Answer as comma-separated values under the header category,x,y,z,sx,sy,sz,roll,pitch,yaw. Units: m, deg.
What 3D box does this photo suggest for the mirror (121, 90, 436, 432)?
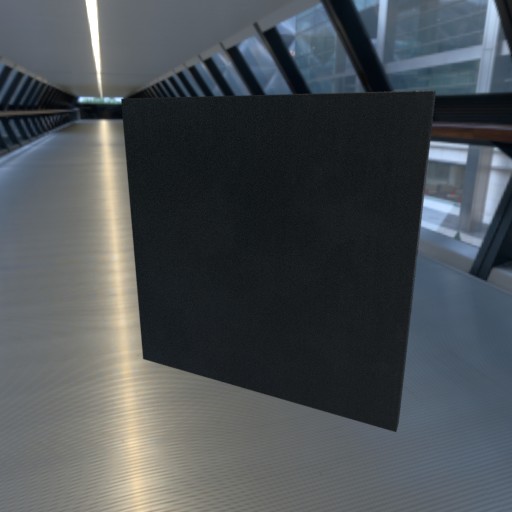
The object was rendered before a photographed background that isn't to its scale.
category,x,y,z,sx,sy,sz,roll,pitch,yaw
mirror,0.000,0.000,0.559,0.382,0.381,0.020,8,19,25
